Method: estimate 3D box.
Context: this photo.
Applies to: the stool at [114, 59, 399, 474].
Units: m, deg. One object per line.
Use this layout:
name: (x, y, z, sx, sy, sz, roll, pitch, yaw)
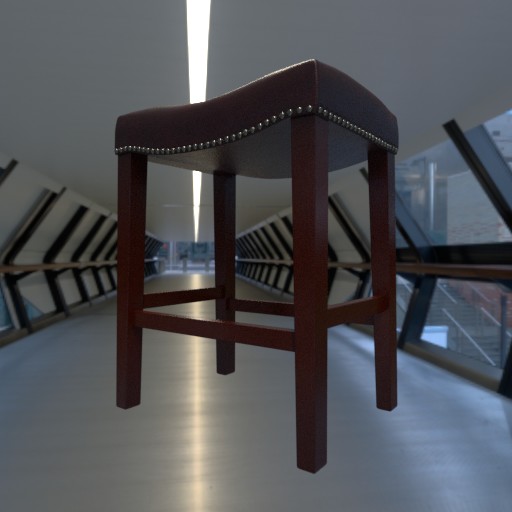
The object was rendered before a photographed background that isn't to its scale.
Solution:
stool: (0.000, 0.000, 0.960, 0.504, 0.657, 0.372, 0, 1, 37)
